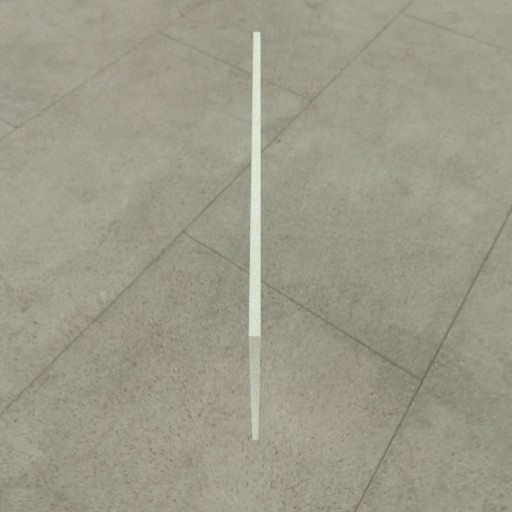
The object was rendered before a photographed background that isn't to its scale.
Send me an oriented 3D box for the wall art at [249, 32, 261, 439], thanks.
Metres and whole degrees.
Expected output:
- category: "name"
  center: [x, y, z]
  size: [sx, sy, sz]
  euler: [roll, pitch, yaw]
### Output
- category: "wall art"
  center: [0.000, 0.000, 0.889]
  size: [0.013, 0.584, 0.584]
  euler: [0, 57, 0]
